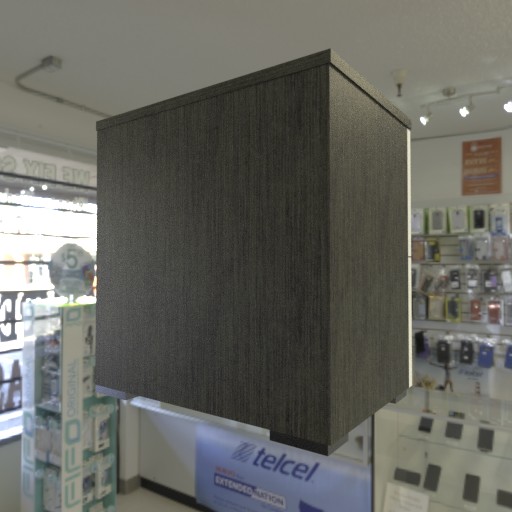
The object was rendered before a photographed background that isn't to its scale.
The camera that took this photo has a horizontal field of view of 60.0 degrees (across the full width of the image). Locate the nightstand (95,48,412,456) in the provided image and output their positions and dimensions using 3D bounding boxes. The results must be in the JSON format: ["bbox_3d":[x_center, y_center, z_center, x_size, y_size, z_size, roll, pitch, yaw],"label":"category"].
[{"bbox_3d":[0.000,0.000,0.758,0.441,0.460,0.325,-1,-1,36],"label":"nightstand"}]
